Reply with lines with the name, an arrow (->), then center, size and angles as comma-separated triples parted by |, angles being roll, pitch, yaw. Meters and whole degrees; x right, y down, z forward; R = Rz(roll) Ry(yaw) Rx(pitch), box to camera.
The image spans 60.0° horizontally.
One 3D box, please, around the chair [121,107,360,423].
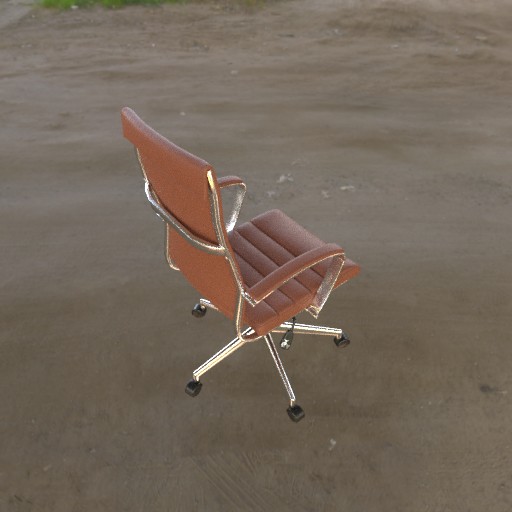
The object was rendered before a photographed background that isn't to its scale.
chair -> 0.000, 0.000, 1.647 | 0.739, 1.149, 0.766 | -27, 47, -28
